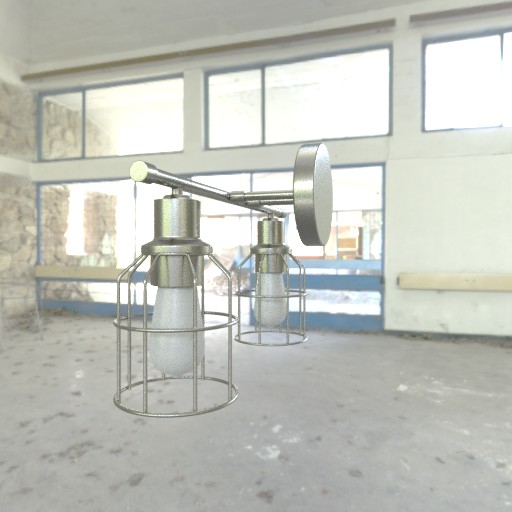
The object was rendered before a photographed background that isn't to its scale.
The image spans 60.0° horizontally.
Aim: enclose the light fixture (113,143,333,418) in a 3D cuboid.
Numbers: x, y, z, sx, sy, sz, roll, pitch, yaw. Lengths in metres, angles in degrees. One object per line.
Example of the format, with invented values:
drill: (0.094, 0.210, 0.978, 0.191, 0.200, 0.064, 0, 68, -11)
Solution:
light fixture: (0.000, 0.000, 0.532, 0.165, 0.254, 0.406, 0, 0, 19)
